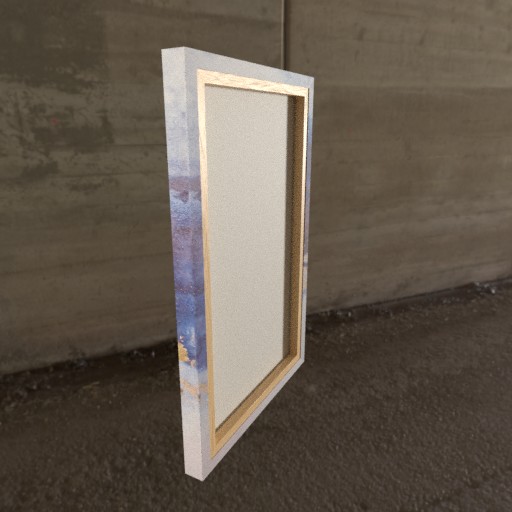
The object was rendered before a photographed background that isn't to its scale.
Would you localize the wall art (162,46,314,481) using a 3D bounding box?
[{"bbox_3d":[0.000,0.000,1.106,0.048,0.874,0.583,9,19,27],"label":"wall art"}]
